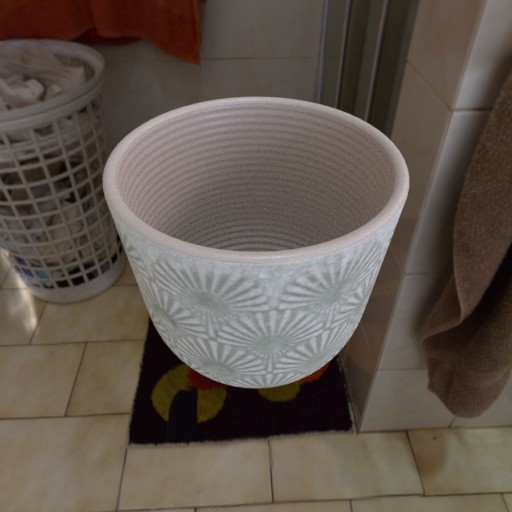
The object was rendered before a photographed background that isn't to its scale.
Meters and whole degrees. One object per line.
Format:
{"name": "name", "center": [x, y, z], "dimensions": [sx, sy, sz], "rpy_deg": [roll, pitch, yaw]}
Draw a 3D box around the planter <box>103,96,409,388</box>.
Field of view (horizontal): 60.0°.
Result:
{"name": "planter", "center": [0.000, 0.000, 0.303], "dimensions": [0.170, 0.152, 0.170], "rpy_deg": [0, 43, 0]}
